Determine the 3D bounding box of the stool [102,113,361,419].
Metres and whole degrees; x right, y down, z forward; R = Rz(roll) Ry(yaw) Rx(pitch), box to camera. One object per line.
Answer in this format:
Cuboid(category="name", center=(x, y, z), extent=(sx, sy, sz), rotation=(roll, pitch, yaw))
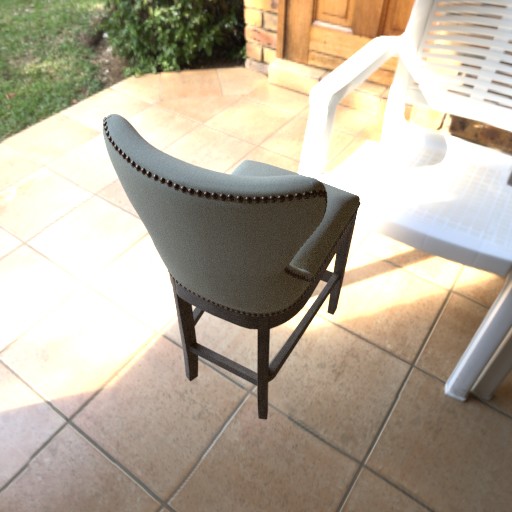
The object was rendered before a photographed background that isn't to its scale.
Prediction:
Cuboid(category="stool", center=(0.000, 0.000, 1.295), extent=(0.498, 0.981, 0.608), rotation=(22, 51, 19))
